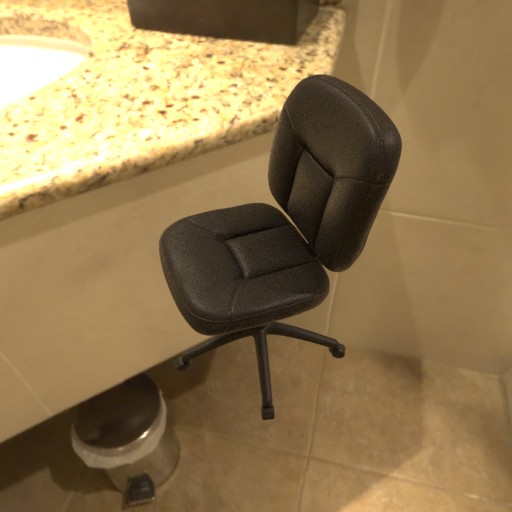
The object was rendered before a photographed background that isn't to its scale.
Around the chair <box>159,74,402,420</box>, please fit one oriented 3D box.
[{"bbox_3d":[0.000,0.000,1.397,0.646,0.959,0.647,-17,49,-16],"label":"chair"}]
